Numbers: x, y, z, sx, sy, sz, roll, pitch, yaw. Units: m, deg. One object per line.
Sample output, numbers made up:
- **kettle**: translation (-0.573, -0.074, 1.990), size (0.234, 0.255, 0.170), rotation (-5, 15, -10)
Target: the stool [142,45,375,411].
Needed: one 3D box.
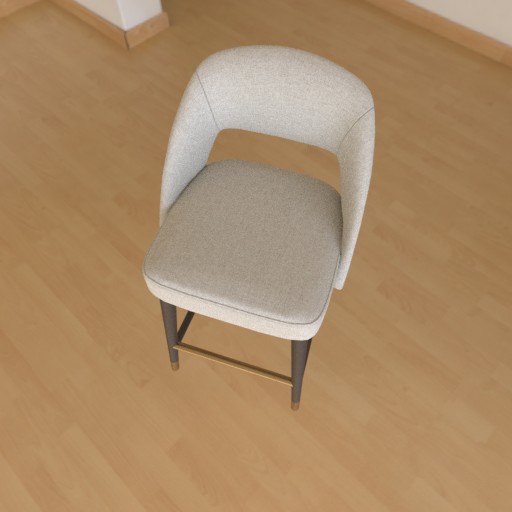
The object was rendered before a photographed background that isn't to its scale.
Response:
- **stool**: translation (0.000, 0.000, 1.226), size (0.494, 0.940, 0.509), rotation (16, 59, 10)
